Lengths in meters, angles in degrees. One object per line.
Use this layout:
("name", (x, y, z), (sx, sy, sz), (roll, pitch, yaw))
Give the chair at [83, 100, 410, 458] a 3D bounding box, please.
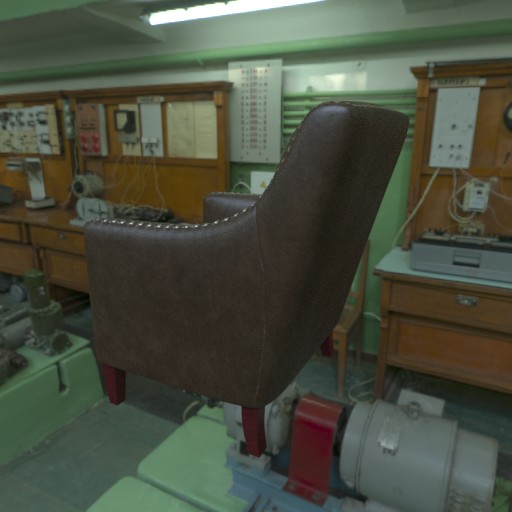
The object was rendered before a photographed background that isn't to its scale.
("chair", (0.000, 0.000, 1.267), (0.704, 0.813, 0.639), (8, 18, 26))
